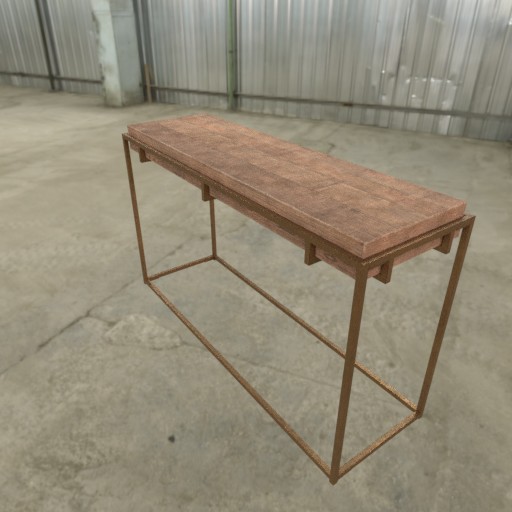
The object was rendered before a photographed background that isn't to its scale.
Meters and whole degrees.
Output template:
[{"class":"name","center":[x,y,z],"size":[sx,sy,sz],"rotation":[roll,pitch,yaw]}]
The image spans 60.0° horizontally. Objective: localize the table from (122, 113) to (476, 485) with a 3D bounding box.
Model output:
[{"class":"table","center":[0.000,0.000,1.751],"size":[0.440,0.820,1.400],"rotation":[-20,35,-31]}]
